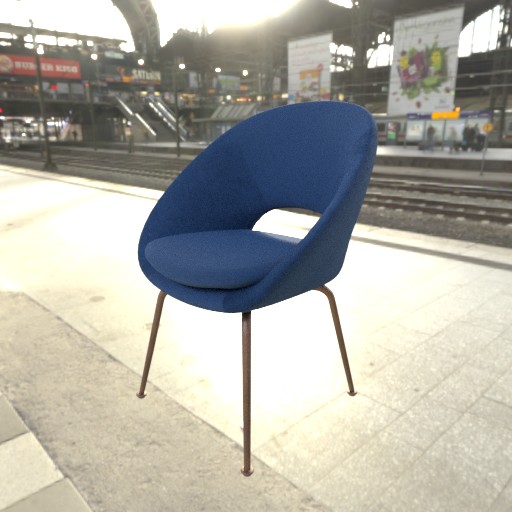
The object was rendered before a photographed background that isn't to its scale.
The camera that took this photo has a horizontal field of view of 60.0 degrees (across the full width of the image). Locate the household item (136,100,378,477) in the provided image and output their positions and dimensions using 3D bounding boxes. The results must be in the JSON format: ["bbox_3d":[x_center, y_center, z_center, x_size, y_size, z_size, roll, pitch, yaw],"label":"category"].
[{"bbox_3d":[0.000,0.000,1.252,0.623,0.852,0.573,15,21,42],"label":"household item"}]
